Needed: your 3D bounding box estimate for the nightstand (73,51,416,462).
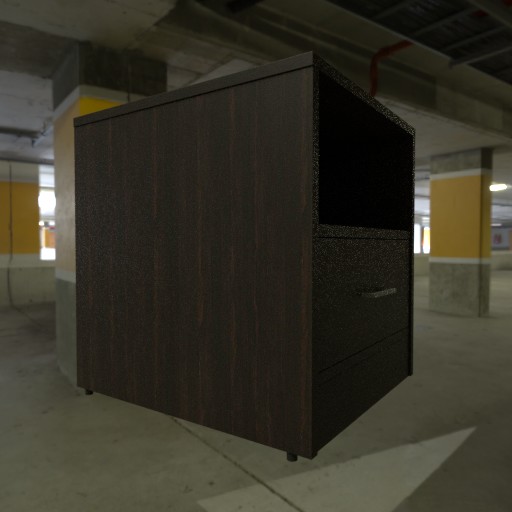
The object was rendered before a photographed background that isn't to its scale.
[{"bbox_3d":[0.000,0.000,0.773,0.461,0.460,0.400,1,2,35],"label":"nightstand"}]
